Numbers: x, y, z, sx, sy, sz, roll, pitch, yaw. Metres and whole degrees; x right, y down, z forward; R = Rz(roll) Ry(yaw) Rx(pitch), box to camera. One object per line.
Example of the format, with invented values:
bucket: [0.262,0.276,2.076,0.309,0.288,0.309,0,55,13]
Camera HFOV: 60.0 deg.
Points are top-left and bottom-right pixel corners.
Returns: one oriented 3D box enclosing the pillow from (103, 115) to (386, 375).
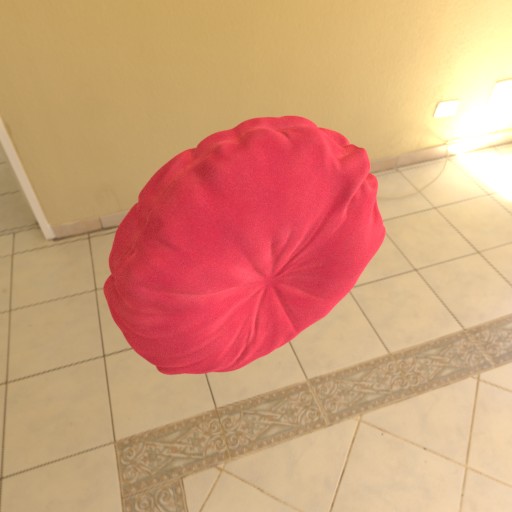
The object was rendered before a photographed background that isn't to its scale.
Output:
pillow: [0.000,0.000,0.645,0.428,0.407,0.148,-22,49,-20]
